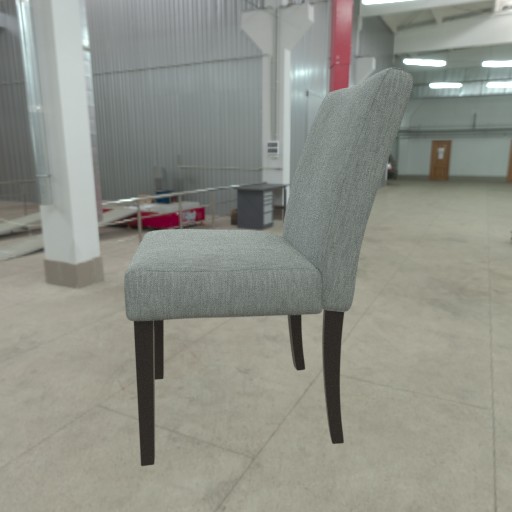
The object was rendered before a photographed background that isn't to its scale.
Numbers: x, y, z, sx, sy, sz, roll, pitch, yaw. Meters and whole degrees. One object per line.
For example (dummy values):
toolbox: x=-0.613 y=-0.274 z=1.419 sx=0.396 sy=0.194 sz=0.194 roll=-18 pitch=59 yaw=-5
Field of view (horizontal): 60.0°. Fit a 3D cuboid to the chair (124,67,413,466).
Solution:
chair: x=0.000 y=0.000 z=1.180 sx=0.629 sy=0.884 sz=0.487 roll=-2 pitch=13 yaw=-8
